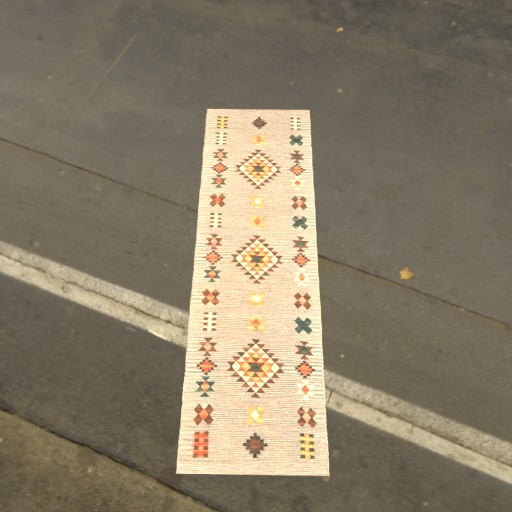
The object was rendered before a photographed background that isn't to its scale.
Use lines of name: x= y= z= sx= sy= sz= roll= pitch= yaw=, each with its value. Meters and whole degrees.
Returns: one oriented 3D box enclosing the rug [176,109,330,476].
rug: x=0.000 y=0.000 z=2.745 sx=0.766 sy=0.008 sz=2.432 roll=1 pitch=63 yaw=0
